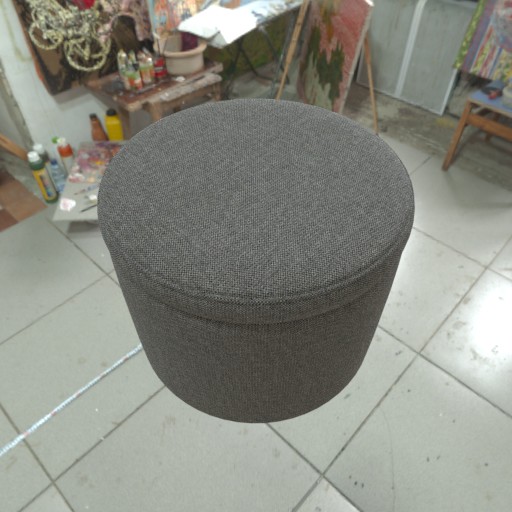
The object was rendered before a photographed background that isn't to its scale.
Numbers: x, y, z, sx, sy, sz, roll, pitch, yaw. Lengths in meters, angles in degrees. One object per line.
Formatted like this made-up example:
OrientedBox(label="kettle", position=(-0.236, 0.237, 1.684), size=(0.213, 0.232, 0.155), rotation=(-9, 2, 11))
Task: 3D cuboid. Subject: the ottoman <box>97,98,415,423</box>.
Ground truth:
OrientedBox(label="ottoman", position=(0.000, 0.000, 0.874), size=(0.520, 0.430, 0.520), rotation=(0, 48, 0))
